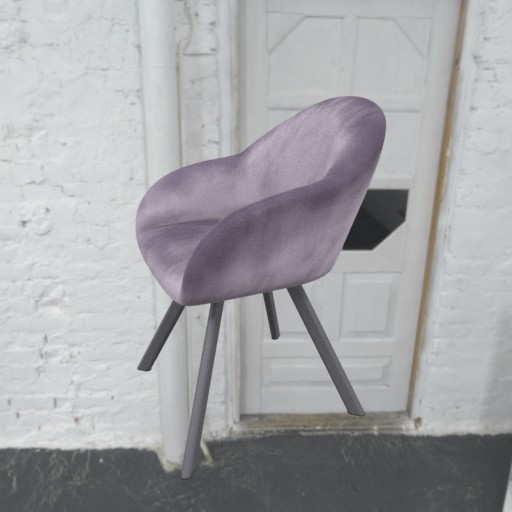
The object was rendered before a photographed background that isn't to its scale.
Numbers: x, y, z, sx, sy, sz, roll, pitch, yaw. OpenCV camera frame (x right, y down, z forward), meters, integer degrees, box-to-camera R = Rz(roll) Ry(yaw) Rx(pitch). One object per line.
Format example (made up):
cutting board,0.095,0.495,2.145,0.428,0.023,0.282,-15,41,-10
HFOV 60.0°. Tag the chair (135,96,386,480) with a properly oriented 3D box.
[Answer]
chair,0.000,0.000,1.165,0.590,0.795,0.550,-9,21,-24
